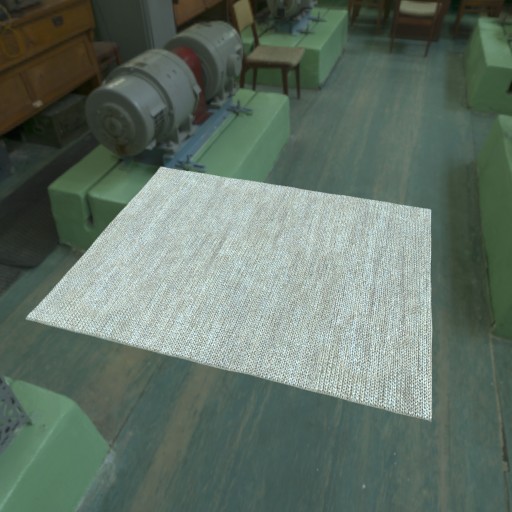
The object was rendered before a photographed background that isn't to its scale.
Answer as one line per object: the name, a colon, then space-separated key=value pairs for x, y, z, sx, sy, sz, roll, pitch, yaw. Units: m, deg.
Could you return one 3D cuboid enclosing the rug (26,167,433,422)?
rug: x=0.000 y=0.000 z=4.005 sx=3.052 sy=0.030 sz=2.429 roll=11 pitch=42 yaw=12
